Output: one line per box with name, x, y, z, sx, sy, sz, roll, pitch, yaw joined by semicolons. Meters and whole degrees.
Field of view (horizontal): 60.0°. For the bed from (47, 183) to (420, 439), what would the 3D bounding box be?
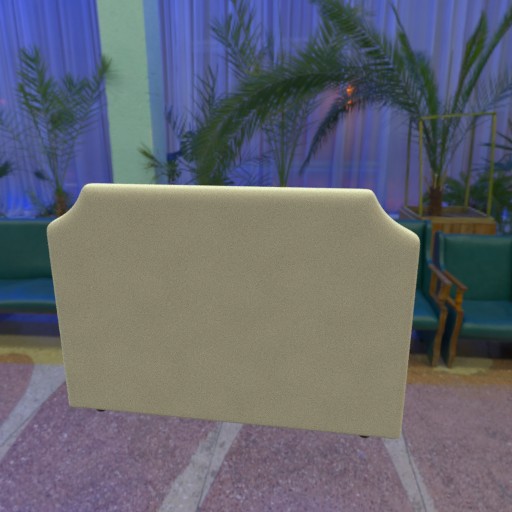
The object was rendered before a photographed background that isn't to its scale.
bed;0.000;0.000;3.241;1.827;1.296;2.209;3;17;8
